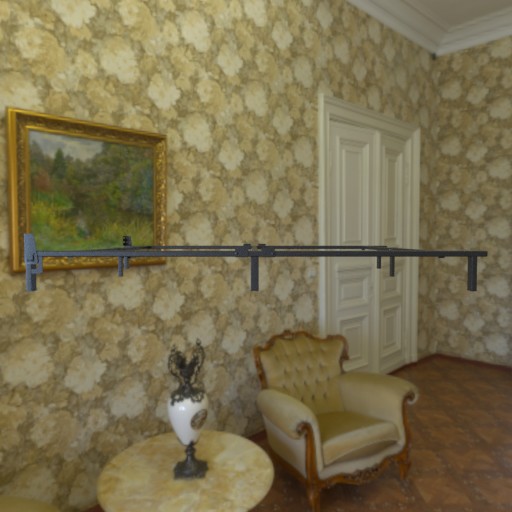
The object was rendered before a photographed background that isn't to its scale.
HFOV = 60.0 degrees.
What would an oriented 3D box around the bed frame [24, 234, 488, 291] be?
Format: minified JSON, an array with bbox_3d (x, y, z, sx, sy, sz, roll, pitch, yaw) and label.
[{"bbox_3d":[0.000,0.000,2.647,1.990,0.248,1.498,0,2,0],"label":"bed frame"}]
